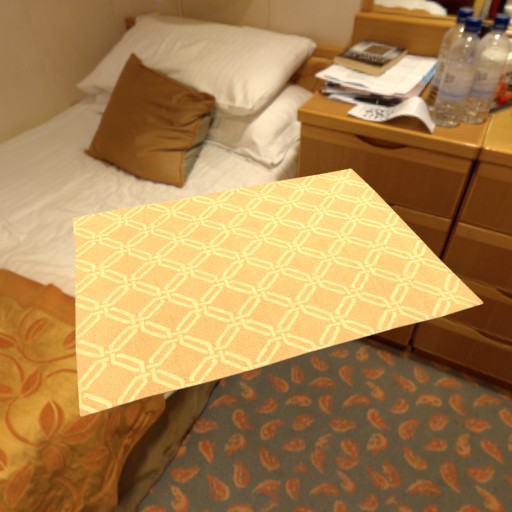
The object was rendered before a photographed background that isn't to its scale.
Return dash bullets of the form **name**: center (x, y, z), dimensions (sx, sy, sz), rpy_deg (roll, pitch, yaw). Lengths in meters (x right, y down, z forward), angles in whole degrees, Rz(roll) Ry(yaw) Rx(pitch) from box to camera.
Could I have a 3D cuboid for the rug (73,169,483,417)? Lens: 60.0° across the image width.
- **rug**: center (0.000, 0.000, 4.290), dimensions (3.365, 0.020, 2.452), rpy_deg (-12, 42, -14)
